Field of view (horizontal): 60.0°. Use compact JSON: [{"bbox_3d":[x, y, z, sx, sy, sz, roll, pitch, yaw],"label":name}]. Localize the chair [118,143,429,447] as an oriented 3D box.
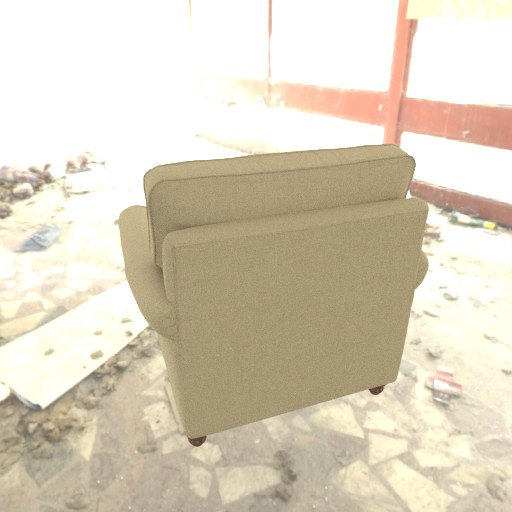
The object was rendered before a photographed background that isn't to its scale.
[{"bbox_3d":[0.000,0.000,1.792,1.029,0.967,0.966,-9,28,-18],"label":"chair"}]
